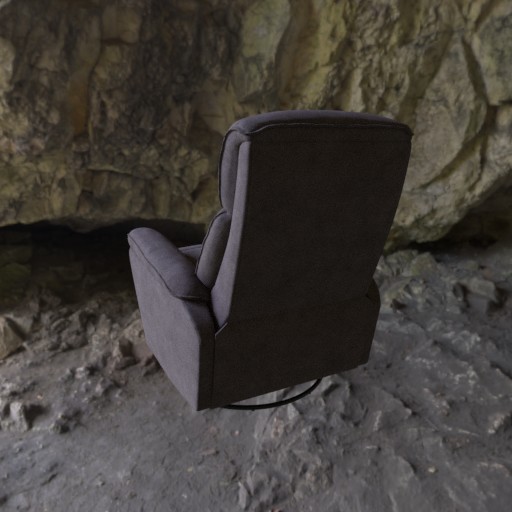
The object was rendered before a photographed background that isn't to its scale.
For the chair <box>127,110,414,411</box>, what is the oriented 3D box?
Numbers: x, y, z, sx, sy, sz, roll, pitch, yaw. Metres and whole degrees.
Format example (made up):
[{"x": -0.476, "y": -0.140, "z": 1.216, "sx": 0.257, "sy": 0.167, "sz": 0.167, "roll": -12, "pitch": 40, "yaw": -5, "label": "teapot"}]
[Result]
[{"x": 0.000, "y": 0.000, "z": 1.727, "sx": 0.830, "sy": 1.036, "sz": 1.009, "roll": -7, "pitch": 17, "yaw": -26, "label": "chair"}]
